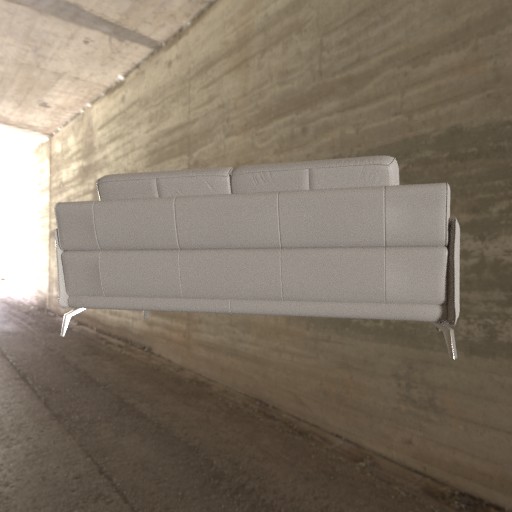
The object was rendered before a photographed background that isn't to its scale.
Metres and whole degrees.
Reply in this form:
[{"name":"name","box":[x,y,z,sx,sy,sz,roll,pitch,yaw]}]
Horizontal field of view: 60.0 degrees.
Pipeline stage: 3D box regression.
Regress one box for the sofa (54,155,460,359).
[{"name":"sofa","box":[0.000,0.000,2.565,2.101,0.930,1.049,0,-1,17]}]
